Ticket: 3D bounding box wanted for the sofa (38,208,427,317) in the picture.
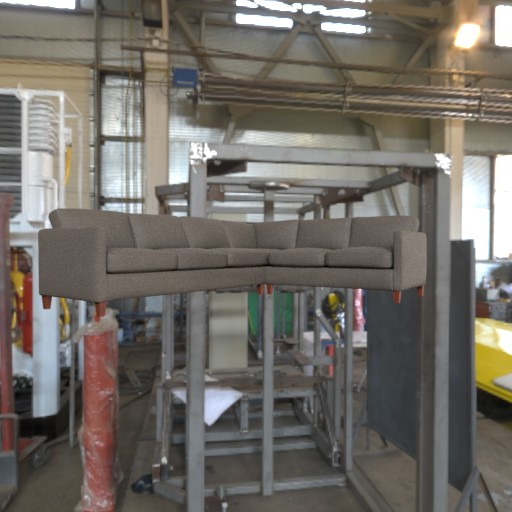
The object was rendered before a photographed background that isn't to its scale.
[{"bbox_3d":[0.000,0.000,4.571,2.593,0.947,3.302,0,1,36],"label":"sofa"}]
